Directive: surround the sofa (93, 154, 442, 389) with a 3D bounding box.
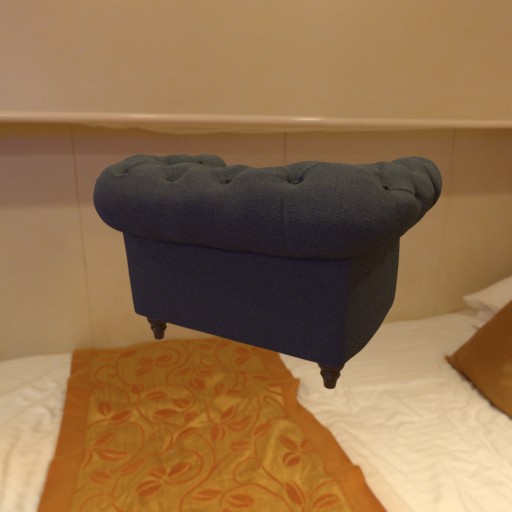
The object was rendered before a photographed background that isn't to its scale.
[{"bbox_3d":[0.000,0.000,1.987,1.405,0.878,1.032,8,17,29],"label":"sofa"}]
